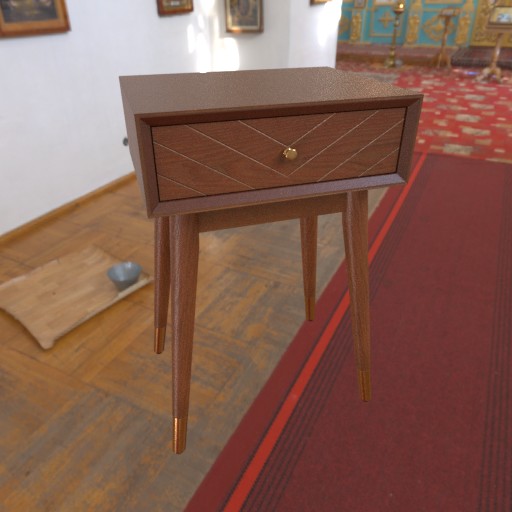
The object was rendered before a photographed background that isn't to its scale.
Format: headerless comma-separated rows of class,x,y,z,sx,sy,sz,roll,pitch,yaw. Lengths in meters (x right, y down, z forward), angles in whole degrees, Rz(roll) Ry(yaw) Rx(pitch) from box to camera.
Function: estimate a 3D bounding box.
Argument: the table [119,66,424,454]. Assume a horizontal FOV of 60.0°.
table,0.000,0.000,0.818,0.406,0.599,0.300,-9,32,-16
